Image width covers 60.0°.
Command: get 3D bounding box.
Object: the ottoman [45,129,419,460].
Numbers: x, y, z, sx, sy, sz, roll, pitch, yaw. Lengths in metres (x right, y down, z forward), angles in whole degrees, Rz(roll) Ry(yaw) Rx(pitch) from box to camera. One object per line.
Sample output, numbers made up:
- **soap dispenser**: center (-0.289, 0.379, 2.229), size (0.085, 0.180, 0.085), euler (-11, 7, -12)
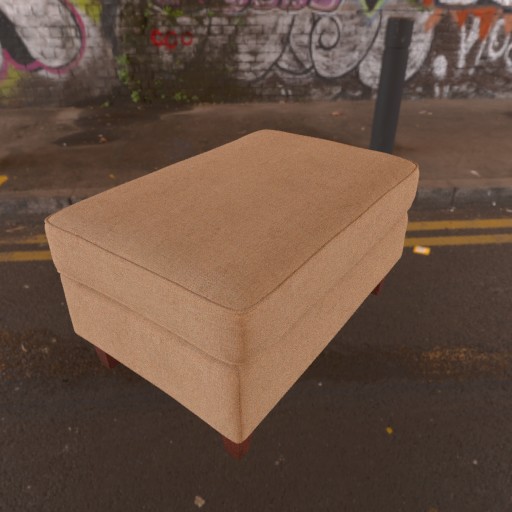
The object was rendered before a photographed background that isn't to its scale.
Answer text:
- **ottoman**: center (0.000, 0.000, 1.225), size (0.583, 0.484, 0.862), euler (21, 37, 30)
